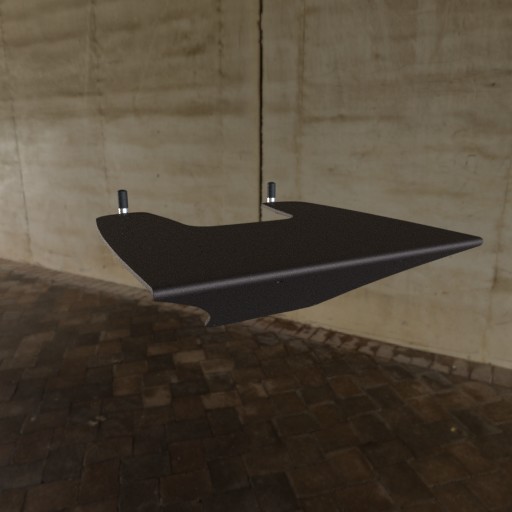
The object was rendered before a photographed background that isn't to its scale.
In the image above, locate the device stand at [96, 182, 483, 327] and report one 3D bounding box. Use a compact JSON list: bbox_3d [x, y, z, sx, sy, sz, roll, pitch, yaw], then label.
[{"bbox_3d":[0.000,0.000,0.353,0.230,0.092,0.230,-8,17,-27],"label":"device stand"}]
